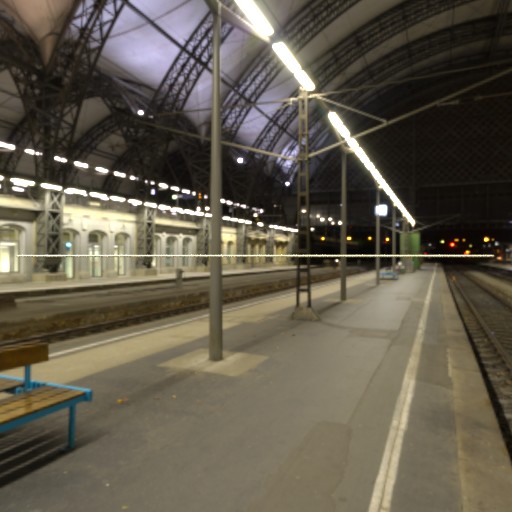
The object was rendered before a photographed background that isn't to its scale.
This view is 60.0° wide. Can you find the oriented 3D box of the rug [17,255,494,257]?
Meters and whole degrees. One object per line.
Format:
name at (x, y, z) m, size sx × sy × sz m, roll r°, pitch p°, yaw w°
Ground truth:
rug at (0.000, 0.000, 1.076) m, size 0.868 × 0.004 × 0.556 m, roll 0°, pitch 0°, yaw 1°
